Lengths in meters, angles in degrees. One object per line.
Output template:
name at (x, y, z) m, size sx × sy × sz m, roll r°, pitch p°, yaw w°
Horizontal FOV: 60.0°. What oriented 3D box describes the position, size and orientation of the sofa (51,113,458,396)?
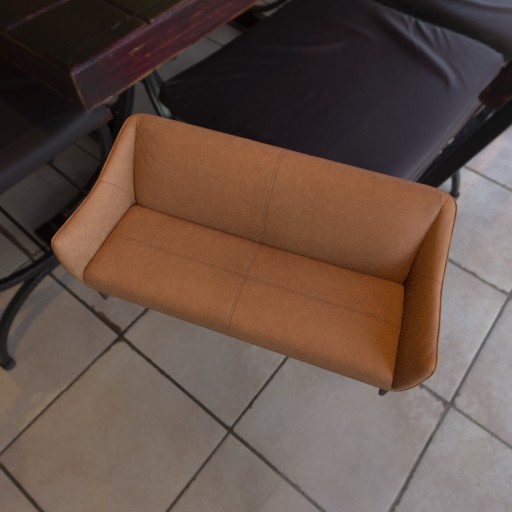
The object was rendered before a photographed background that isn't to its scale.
sofa at (0.000, 0.000, 2.415) m, size 1.928 × 0.830 × 0.869 m, roll 17°, pitch 59°, yaw 10°
